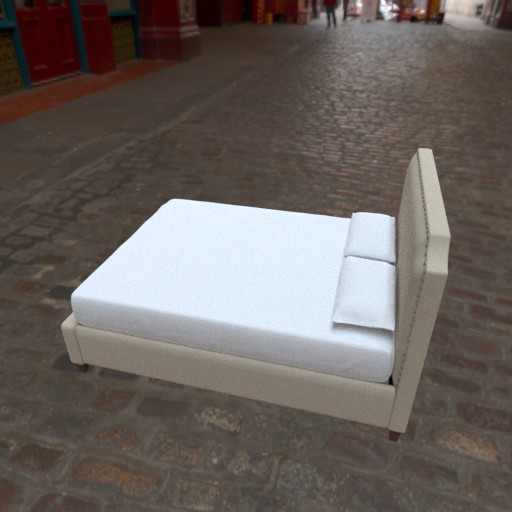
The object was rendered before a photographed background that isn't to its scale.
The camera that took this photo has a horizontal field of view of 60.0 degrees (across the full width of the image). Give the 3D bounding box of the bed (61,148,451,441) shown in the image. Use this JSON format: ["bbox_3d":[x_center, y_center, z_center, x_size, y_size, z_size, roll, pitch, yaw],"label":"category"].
[{"bbox_3d":[0.000,0.000,3.339,2.329,1.415,1.703,8,32,13],"label":"bed"}]
